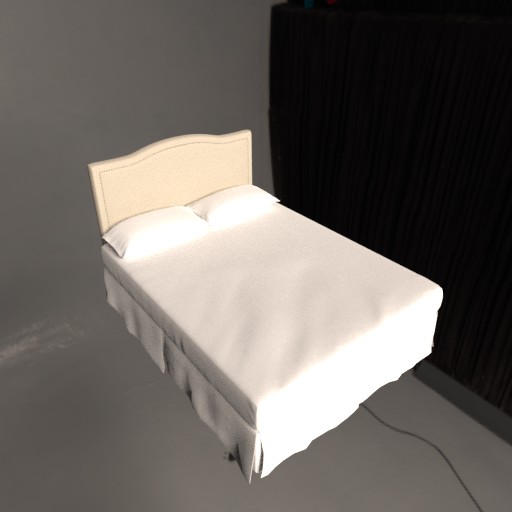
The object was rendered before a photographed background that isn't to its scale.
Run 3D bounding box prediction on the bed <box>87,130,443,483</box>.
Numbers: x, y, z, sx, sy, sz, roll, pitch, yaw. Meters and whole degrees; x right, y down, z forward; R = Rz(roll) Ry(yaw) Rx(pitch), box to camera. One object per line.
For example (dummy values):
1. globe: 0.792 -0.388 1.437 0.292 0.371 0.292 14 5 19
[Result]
1. bed: 0.000 0.000 3.679 1.977 1.437 2.477 -22 38 -32
